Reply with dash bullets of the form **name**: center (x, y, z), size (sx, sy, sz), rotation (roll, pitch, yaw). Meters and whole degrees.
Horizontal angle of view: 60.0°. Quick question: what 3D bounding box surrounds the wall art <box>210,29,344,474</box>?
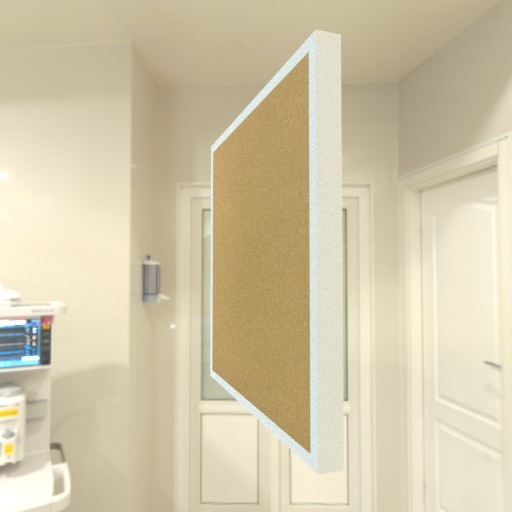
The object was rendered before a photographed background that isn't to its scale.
- **wall art**: center (0.000, 0.000, 0.453), size (0.020, 0.307, 0.307), rotation (1, -2, -20)
